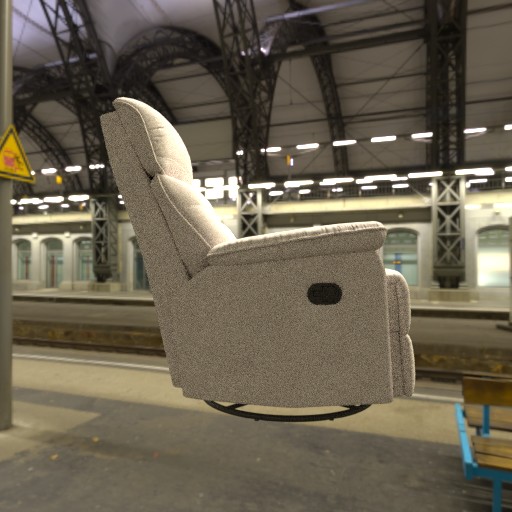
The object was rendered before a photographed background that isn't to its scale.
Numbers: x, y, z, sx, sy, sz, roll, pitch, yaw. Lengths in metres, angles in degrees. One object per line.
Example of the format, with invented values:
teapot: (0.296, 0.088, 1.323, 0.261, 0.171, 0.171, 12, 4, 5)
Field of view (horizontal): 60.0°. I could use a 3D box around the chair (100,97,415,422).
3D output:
chair: (0.000, 0.000, 1.679, 1.001, 1.039, 0.820, 0, -1, -1)
